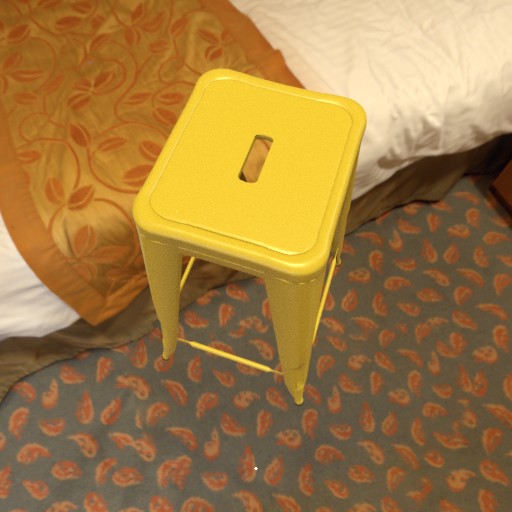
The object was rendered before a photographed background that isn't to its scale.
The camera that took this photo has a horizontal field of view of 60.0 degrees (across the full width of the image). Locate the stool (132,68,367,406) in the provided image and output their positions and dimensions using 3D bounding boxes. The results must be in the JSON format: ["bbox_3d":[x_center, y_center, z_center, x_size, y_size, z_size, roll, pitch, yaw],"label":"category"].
[{"bbox_3d":[0.000,0.000,0.862,0.359,0.609,0.399,16,65,8],"label":"stool"}]
